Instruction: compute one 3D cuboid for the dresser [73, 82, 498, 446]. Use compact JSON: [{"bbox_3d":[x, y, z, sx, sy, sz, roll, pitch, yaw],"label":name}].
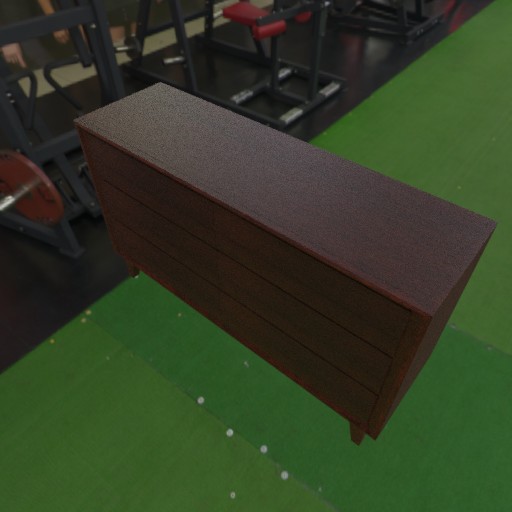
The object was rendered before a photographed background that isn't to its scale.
[{"bbox_3d":[0.000,0.000,1.989,1.609,0.971,0.499,31,53,27],"label":"dresser"}]
